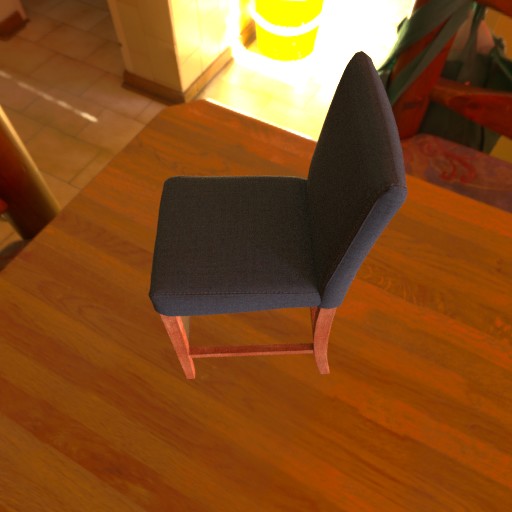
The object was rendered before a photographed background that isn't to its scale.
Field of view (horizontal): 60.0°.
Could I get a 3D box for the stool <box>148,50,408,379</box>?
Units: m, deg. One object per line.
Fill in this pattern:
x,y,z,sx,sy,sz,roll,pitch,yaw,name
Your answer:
0.000,0.000,1.363,0.574,1.088,0.454,-1,58,-1,stool
